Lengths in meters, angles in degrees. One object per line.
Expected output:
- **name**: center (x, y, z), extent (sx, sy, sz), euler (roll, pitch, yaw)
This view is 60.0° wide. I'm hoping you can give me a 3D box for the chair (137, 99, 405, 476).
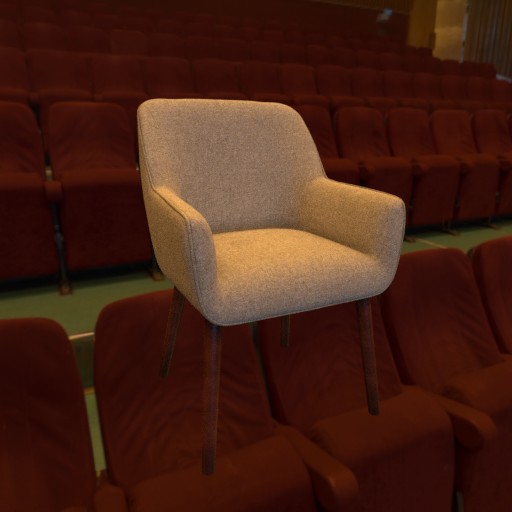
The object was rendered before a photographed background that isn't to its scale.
- **chair**: center (0.000, 0.000, 1.164), extent (0.543, 0.803, 0.519), euler (-8, 17, -26)
